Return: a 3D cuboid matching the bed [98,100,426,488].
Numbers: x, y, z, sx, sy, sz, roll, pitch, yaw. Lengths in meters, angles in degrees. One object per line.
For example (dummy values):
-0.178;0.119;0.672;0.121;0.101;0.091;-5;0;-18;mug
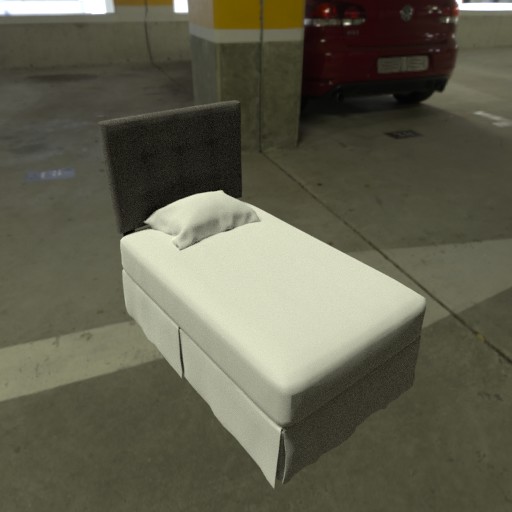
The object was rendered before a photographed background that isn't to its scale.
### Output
0.000;0.000;2.960;1.261;1.571;1.997;-22;37;-32;bed
